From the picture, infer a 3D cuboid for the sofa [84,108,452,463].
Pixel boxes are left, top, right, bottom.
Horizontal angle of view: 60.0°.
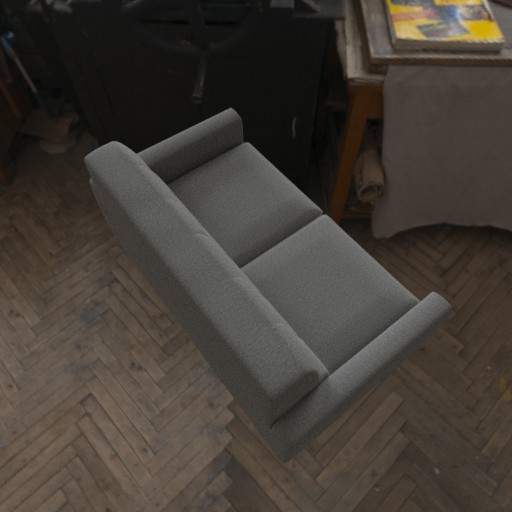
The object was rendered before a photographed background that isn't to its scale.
[{"bbox_3d":[0.000,0.000,2.250,0.952,0.925,1.651,-33,64,-19],"label":"sofa"}]
